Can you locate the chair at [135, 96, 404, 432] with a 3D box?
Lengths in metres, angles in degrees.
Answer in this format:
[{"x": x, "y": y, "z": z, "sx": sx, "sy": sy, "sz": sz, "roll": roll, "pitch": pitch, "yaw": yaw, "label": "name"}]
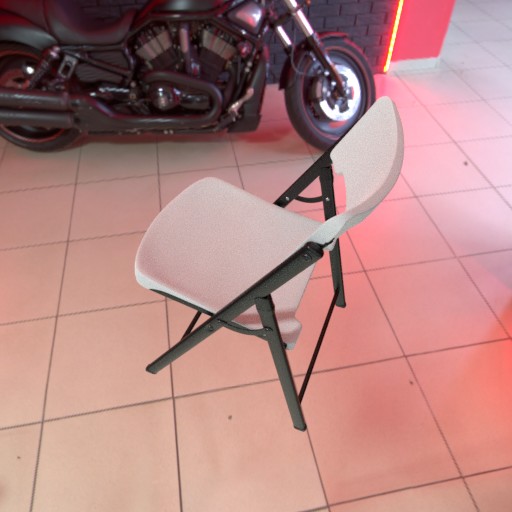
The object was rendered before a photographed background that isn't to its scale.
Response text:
[{"x": 0.000, "y": 0.000, "z": 1.146, "sx": 0.577, "sy": 0.765, "sz": 0.482, "roll": 16, "pitch": 49, "yaw": 15, "label": "chair"}]
